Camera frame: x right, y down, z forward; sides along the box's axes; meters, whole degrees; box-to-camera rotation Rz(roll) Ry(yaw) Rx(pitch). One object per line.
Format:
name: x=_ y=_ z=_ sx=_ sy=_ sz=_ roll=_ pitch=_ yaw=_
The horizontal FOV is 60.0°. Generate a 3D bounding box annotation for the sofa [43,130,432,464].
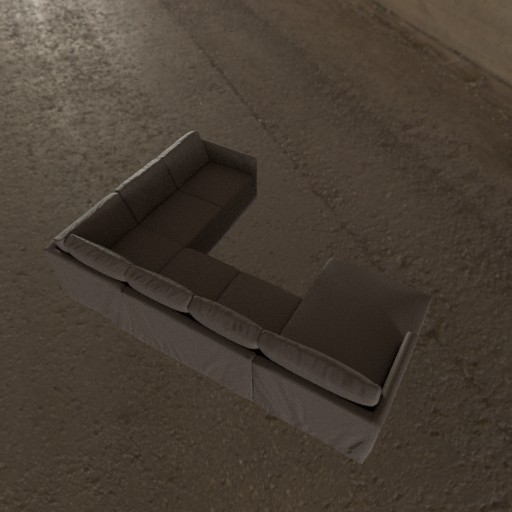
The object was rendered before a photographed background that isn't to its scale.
sofa: x=0.000 y=0.000 z=4.621 sx=3.528 sy=0.878 sz=2.476 roll=23 pitch=51 yaw=20
